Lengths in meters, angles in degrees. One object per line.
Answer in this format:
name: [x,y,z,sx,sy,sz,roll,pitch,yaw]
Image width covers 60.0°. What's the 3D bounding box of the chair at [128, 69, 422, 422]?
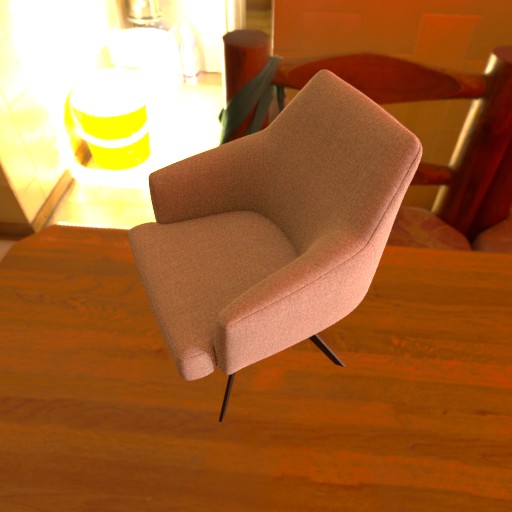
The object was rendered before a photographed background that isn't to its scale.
chair: [0.000,0.000,1.339,0.677,0.874,0.642,-19,49,-17]
